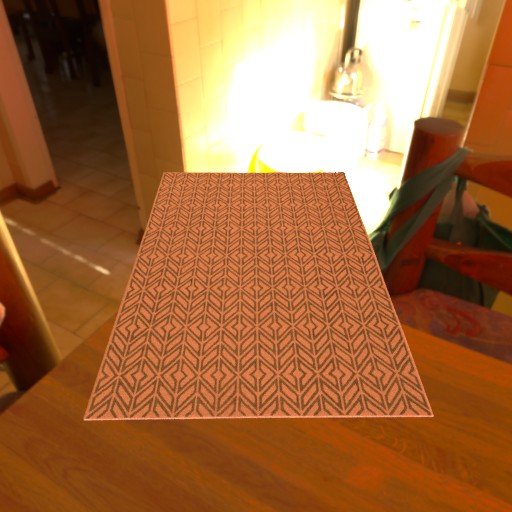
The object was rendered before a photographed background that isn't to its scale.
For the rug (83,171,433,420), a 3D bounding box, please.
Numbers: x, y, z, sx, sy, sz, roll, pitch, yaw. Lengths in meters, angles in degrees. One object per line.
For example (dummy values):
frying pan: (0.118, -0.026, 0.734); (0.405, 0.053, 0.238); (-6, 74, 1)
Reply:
rug: (0.000, 0.000, 2.260); (1.220, 0.007, 1.828); (0, 38, -1)
